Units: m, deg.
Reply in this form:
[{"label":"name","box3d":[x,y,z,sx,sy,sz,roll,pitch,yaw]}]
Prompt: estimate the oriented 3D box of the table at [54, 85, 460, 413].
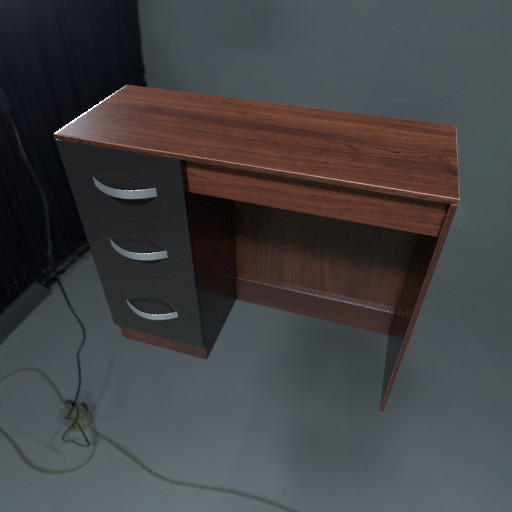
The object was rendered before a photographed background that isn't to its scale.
[{"label":"table","box3d":[0.000,0.000,1.334,0.930,0.790,0.380,12,42,13]}]
